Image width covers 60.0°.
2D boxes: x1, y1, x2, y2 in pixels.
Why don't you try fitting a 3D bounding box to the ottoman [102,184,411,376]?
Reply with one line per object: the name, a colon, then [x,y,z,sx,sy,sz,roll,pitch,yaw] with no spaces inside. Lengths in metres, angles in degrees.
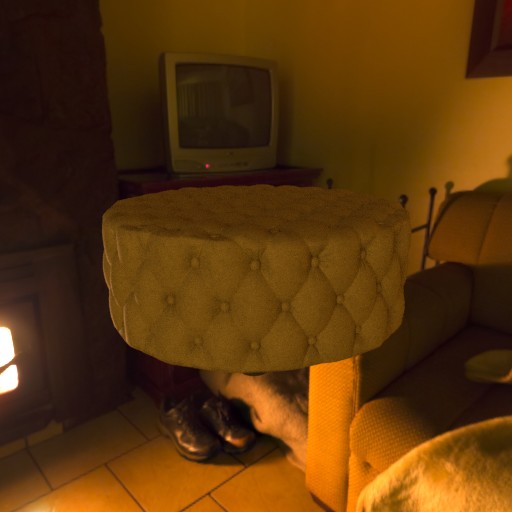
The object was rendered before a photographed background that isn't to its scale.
ottoman: [0.000,0.000,1.519,0.998,0.399,0.998,0,16,0]
